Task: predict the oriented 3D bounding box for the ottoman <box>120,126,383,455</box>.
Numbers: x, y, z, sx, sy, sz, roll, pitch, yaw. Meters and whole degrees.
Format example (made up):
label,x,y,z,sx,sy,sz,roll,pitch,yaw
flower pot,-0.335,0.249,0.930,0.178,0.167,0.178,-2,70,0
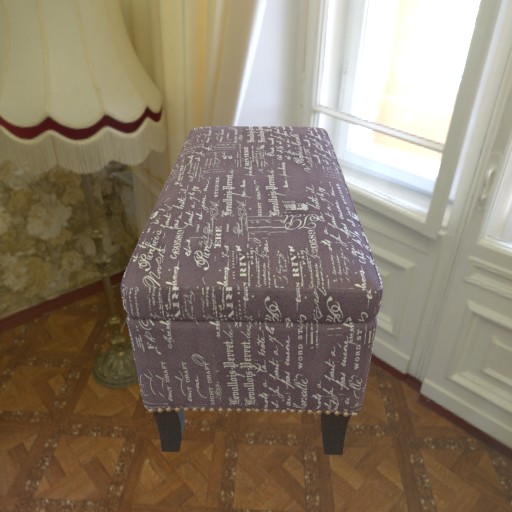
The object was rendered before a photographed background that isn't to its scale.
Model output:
label,x,y,z,sx,sy,sz,roll,pitch,yaw
ottoman,0.000,0.000,1.096,0.406,0.457,0.813,1,33,1
